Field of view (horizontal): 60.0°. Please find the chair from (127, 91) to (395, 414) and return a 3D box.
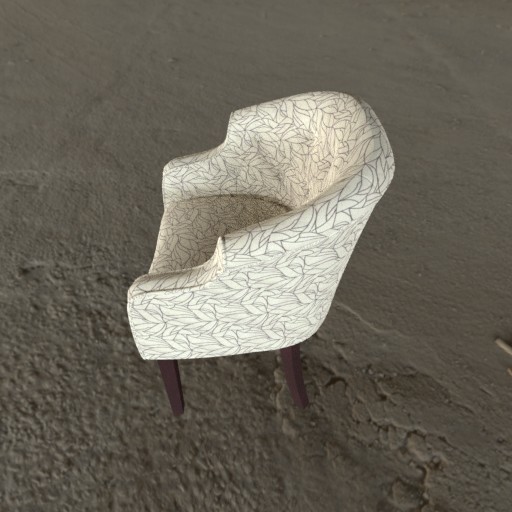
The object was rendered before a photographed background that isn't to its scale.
[{"bbox_3d":[0.000,0.000,1.304,0.613,0.858,0.686,0,41,0],"label":"chair"}]
